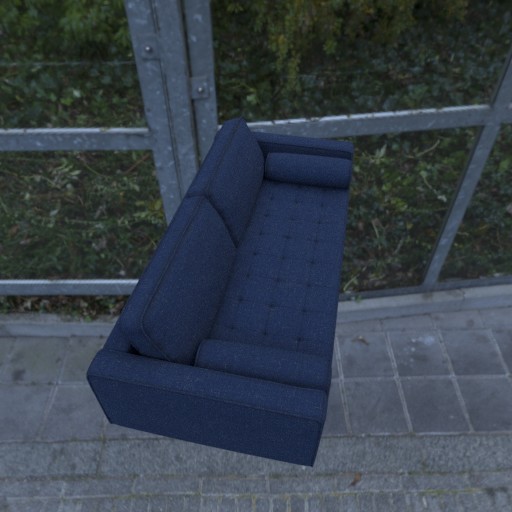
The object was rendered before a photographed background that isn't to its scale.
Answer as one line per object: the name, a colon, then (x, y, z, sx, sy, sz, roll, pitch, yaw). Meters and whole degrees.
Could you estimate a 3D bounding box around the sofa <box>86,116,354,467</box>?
sofa: (0.000, 0.000, 2.348, 0.914, 0.762, 1.880, 8, 45, 9)
